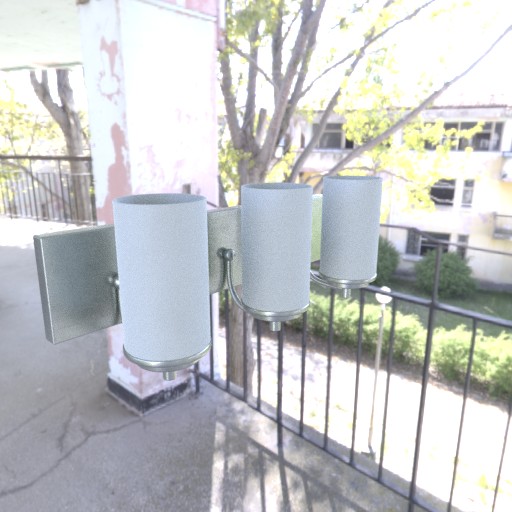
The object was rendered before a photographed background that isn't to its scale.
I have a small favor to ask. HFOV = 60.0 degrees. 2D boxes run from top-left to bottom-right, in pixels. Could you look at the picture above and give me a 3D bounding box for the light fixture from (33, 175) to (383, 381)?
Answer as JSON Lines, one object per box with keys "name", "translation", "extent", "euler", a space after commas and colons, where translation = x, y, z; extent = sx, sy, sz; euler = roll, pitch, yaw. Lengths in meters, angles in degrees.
{"name": "light fixture", "translation": [0.000, 0.000, 0.534], "extent": [0.145, 0.172, 0.451], "euler": [13, 20, 42]}
